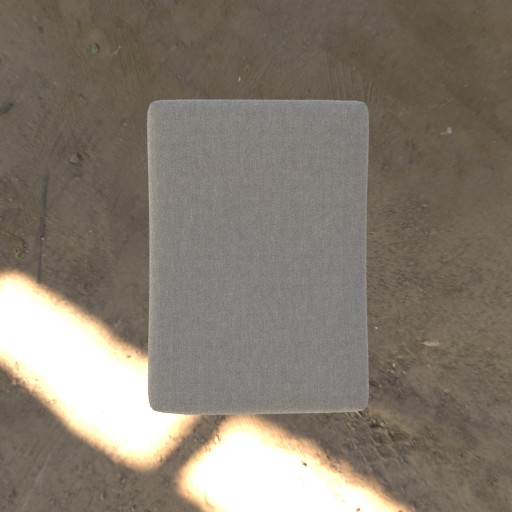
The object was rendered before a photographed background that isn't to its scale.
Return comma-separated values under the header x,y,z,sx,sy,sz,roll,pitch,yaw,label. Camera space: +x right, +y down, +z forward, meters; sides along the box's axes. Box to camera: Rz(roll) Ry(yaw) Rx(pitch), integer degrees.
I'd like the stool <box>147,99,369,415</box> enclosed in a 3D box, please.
x,y,z,sx,sy,sz,roll,pitch,yaw,label
0.000,0.000,0.980,0.356,0.660,0.508,0,90,-1,stool
